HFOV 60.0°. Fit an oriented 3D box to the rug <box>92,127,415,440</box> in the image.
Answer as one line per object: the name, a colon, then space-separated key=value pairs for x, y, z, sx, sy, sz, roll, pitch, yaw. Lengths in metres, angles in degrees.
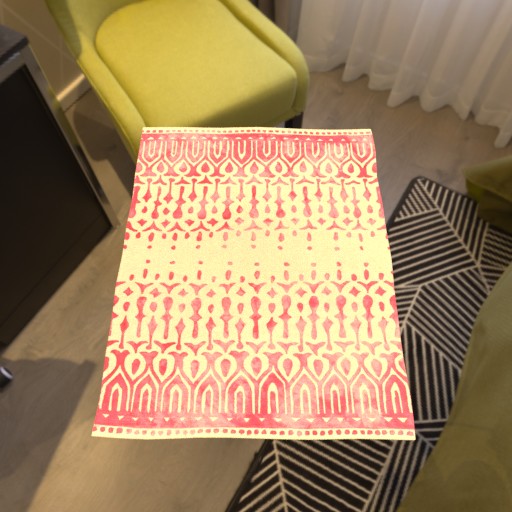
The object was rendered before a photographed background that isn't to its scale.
rug: x=0.000 y=0.000 z=4.007 sx=2.441 sy=0.016 sz=3.095 roll=1 pitch=62 yaw=0
